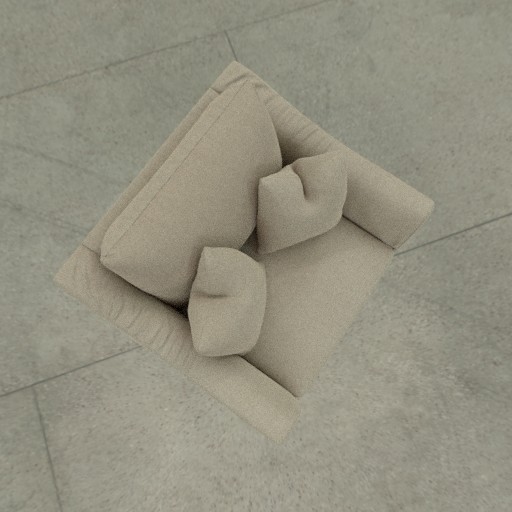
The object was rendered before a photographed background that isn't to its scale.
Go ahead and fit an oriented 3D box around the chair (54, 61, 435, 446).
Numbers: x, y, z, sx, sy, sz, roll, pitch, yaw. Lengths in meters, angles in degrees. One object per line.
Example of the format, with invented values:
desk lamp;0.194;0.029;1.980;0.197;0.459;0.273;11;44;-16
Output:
chair;0.000;0.000;2.021;1.071;1.093;1.194;34;78;8
